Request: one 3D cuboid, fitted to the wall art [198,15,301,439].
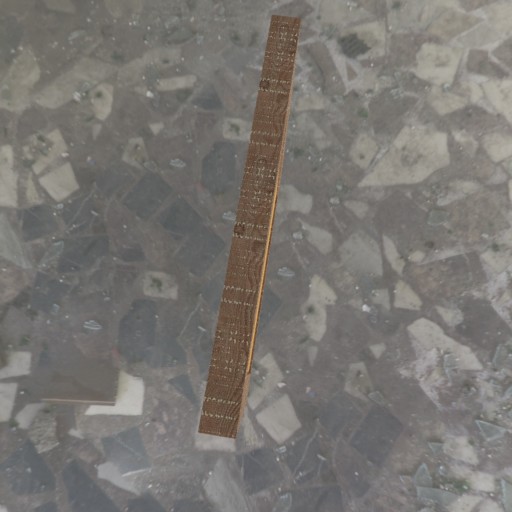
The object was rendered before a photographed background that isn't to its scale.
[{"bbox_3d":[0.000,0.000,0.784,0.040,0.531,0.531,9,76,2],"label":"wall art"}]
